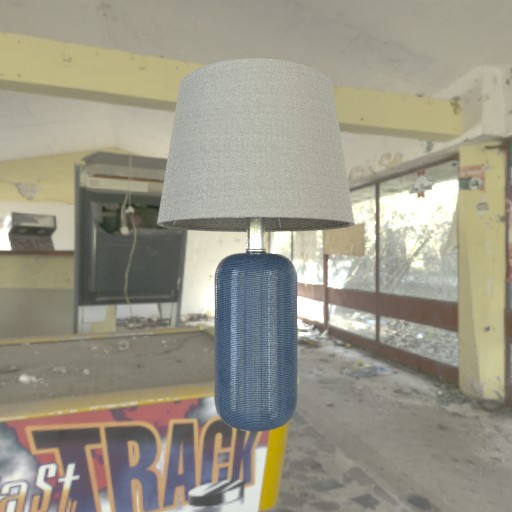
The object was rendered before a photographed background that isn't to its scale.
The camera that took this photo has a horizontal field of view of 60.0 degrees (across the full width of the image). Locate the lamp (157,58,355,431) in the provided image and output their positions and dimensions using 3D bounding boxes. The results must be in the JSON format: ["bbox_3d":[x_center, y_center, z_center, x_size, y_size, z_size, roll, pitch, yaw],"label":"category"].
[{"bbox_3d":[0.000,0.000,0.580,0.253,0.428,0.253,0,0,0],"label":"lamp"}]
